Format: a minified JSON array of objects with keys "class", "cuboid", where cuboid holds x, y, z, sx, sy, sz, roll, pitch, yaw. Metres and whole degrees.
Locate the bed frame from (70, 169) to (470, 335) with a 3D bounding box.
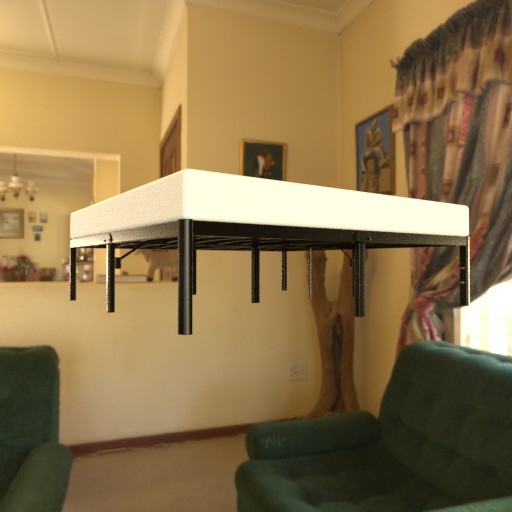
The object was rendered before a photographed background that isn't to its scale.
[{"class":"bed frame","cuboid":[0.000,0.000,3.118,2.079,0.659,1.963,1,-1,-35]}]
